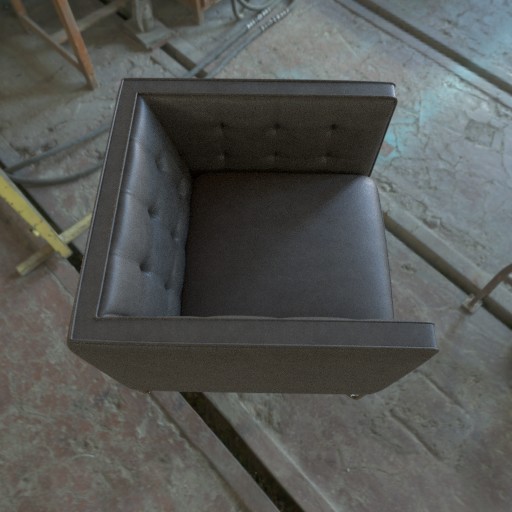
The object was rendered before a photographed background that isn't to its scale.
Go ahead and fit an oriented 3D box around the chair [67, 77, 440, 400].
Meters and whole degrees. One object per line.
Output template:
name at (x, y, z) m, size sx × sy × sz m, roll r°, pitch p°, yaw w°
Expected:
chair at (0.000, 0.000, 1.540) m, size 0.894 × 0.790 × 0.880 m, roll 1°, pitch 64°, yaw 0°
